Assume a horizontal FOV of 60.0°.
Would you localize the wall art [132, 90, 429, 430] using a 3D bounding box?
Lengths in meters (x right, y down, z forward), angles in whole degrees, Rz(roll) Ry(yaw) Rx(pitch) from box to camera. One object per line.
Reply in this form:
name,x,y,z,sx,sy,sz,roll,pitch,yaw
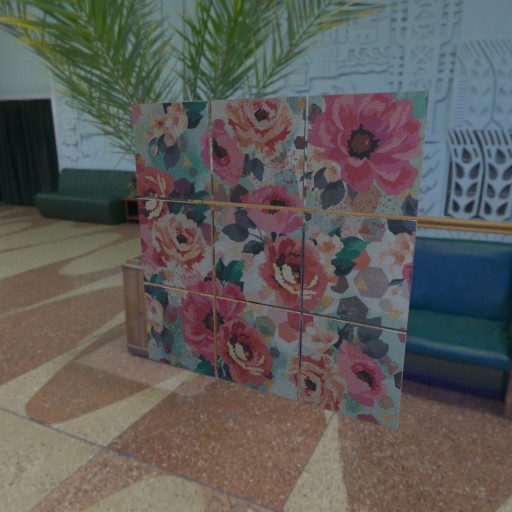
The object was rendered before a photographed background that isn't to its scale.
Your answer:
wall art,0.000,0.000,2.260,1.521,1.519,0.013,8,17,27
